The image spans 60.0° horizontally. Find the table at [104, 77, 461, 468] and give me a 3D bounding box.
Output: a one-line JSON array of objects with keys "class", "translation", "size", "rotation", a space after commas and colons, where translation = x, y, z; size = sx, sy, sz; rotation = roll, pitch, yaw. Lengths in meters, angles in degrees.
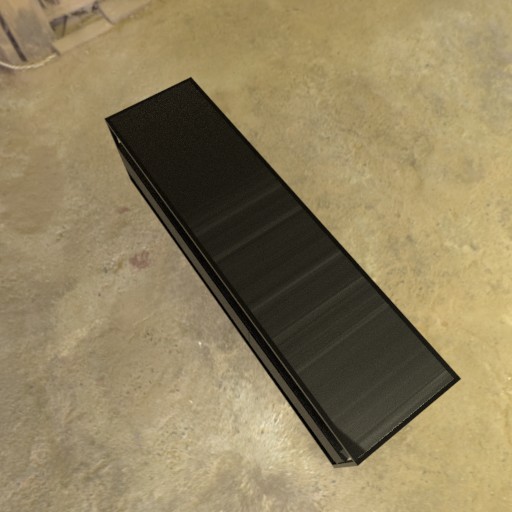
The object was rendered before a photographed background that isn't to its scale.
[{"class": "table", "translation": [0.000, 0.000, 1.671], "size": [0.399, 0.395, 1.486], "rotation": [-32, 68, -15]}]
